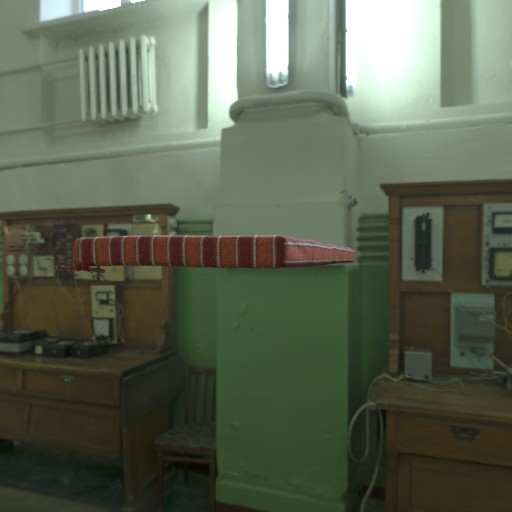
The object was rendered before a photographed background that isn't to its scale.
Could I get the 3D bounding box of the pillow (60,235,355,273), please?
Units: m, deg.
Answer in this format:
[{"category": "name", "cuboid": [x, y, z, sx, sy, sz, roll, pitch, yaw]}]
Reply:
[{"category": "pillow", "cuboid": [0.000, 0.000, 1.379, 0.492, 0.081, 1.187, 0, 0, 18]}]
